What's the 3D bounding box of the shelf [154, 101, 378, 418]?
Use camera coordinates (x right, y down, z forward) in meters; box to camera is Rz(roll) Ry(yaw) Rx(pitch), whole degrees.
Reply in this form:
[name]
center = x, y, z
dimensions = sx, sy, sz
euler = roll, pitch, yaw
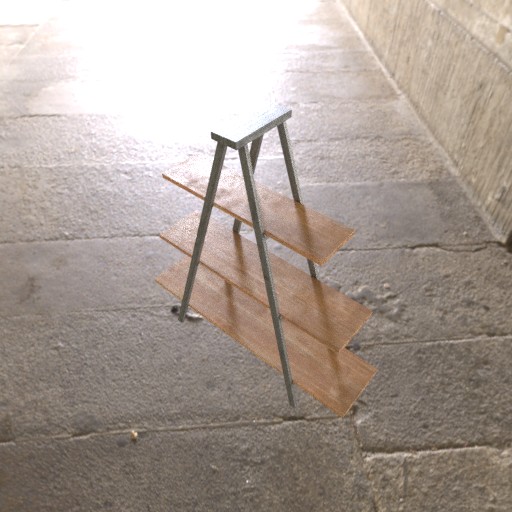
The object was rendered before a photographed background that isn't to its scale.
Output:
[shelf]
center = 0.000, 0.000, 2.750
dimensions = 1.746, 1.808, 0.508
euler = 31, 52, 27
